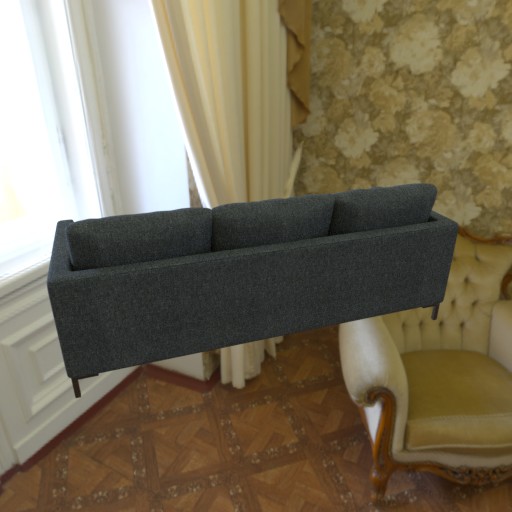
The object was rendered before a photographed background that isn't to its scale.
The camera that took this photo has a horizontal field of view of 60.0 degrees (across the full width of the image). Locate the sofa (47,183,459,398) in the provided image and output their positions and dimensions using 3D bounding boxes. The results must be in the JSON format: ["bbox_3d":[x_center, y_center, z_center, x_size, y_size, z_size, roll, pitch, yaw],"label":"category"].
[{"bbox_3d":[0.000,0.000,2.694,2.218,0.874,0.859,-8,26,-17],"label":"sofa"}]
